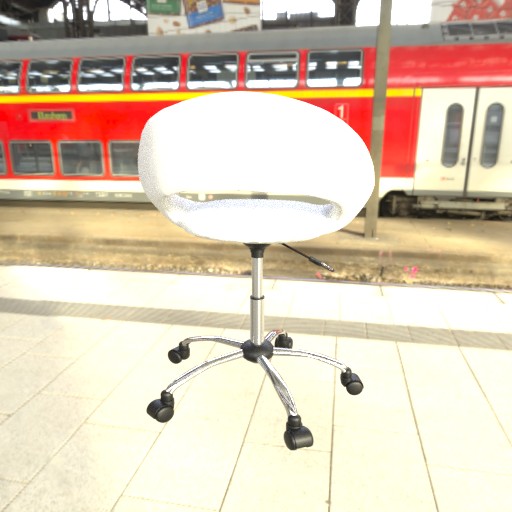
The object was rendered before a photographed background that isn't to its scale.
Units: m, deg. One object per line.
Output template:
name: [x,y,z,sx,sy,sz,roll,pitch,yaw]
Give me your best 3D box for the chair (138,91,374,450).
chair: [0.000,0.000,1.189,0.612,0.791,0.538,2,15,9]
